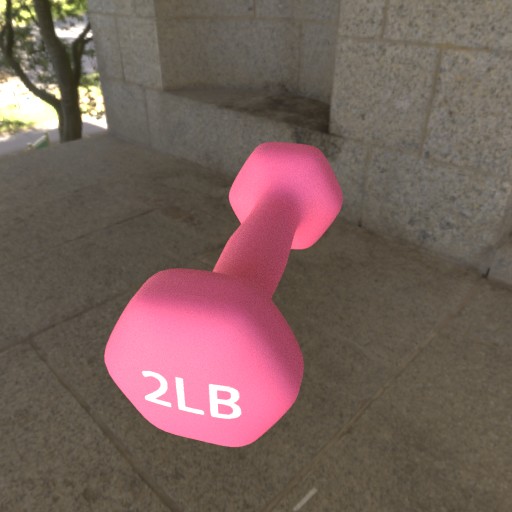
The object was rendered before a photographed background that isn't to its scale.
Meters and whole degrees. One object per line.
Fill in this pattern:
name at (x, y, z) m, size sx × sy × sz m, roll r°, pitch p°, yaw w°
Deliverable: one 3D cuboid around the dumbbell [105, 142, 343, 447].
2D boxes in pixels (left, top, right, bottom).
dumbbell at (0.000, 0.000, 0.176) m, size 0.058 × 0.053 × 0.146 m, roll 8°, pitch 33°, yaw 13°
